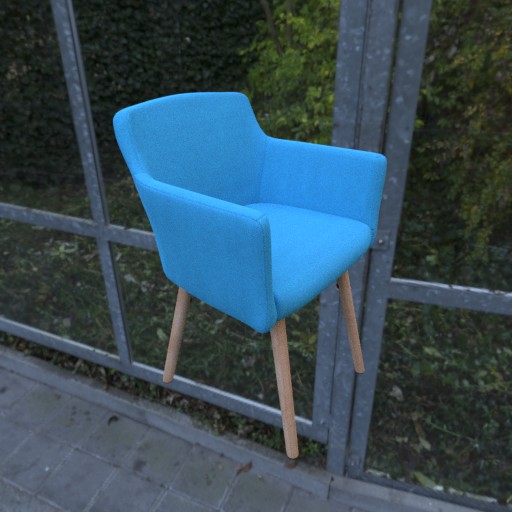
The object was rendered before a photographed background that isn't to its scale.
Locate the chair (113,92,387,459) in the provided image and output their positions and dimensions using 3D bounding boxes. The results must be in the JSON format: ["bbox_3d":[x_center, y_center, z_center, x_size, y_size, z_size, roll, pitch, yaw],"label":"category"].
[{"bbox_3d":[0.000,0.000,1.179,0.540,0.780,0.570,18,32,32],"label":"chair"}]
